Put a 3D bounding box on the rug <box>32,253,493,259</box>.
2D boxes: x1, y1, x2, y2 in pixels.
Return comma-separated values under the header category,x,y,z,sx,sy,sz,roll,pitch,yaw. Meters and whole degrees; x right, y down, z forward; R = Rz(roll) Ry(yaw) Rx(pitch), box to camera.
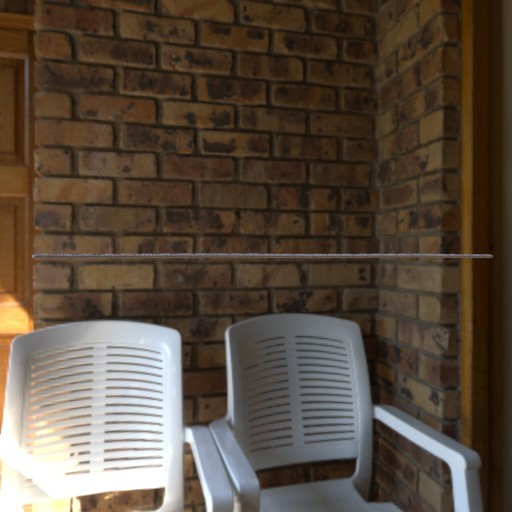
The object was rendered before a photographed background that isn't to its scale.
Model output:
category,x,y,z,sx,sy,sz,roll,pitch,yaw
rug,0.000,0.000,2.942,2.464,0.023,1.521,0,0,-19
